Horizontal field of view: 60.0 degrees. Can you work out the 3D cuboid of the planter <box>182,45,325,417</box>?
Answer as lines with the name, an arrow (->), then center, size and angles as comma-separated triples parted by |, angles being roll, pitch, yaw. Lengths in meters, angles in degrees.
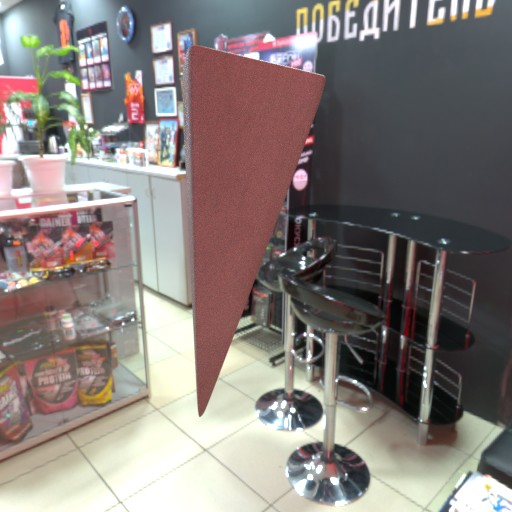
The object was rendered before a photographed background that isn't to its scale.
planter -> 0.000, 0.000, 0.160 | 0.047, 0.130, 0.058 | -3, 17, -10
